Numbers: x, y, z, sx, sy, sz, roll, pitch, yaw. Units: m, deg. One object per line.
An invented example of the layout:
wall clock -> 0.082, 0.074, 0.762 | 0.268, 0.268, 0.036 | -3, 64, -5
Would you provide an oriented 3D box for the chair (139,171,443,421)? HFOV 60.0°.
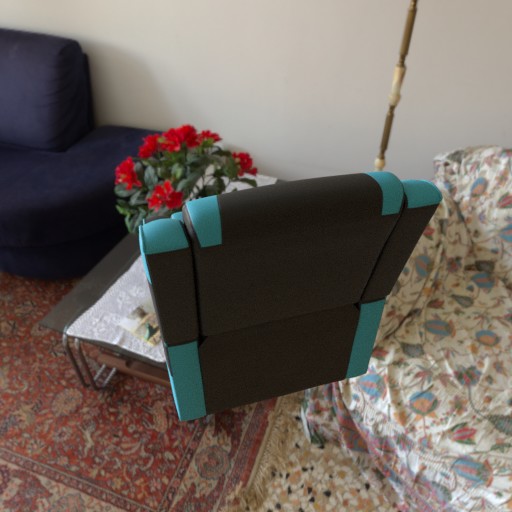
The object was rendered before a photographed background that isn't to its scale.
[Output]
chair -> 0.000, 0.000, 1.311 | 0.620, 0.805, 0.672 | -11, 41, -12
